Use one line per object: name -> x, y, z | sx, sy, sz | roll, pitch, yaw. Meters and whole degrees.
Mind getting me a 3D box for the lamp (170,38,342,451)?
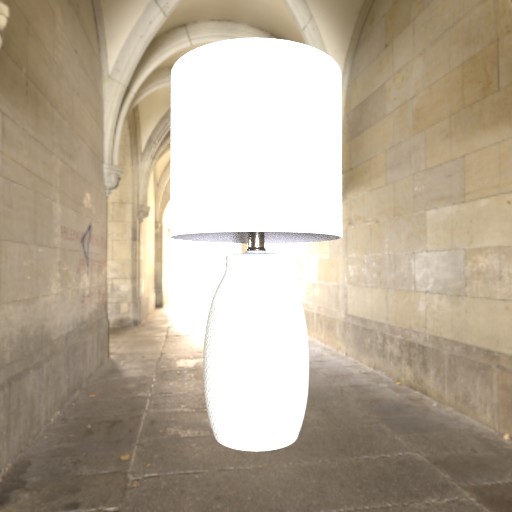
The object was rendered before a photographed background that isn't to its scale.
lamp -> 0.000, 0.000, 0.567 | 0.217, 0.453, 0.217 | -1, -2, 36
